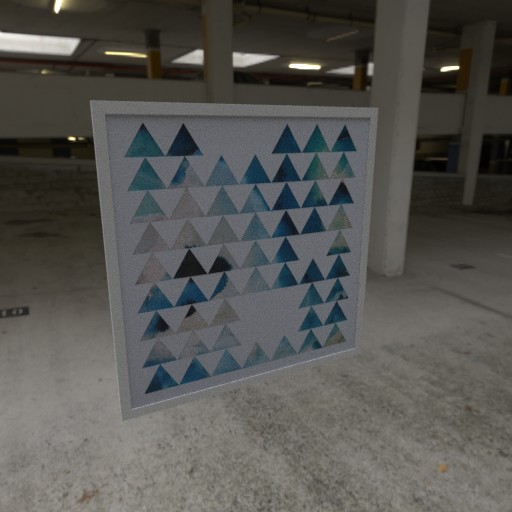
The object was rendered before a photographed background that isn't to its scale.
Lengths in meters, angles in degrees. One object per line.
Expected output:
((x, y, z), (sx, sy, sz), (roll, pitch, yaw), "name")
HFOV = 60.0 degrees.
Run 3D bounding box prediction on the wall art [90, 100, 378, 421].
((0.000, 0.000, 0.706), (0.456, 0.456, 0.007), (-8, 18, -26), "wall art")
